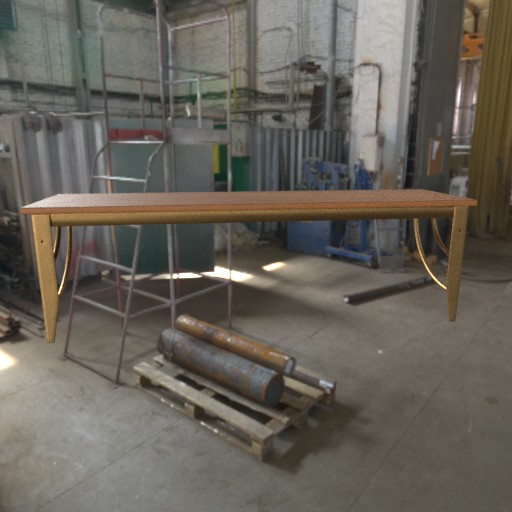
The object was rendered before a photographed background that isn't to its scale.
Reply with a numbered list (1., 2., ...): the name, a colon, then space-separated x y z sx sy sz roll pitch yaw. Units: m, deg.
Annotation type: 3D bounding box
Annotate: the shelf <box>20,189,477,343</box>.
1. shelf: 0.000 0.000 0.714 0.636 0.190 0.166 -2 14 -7
